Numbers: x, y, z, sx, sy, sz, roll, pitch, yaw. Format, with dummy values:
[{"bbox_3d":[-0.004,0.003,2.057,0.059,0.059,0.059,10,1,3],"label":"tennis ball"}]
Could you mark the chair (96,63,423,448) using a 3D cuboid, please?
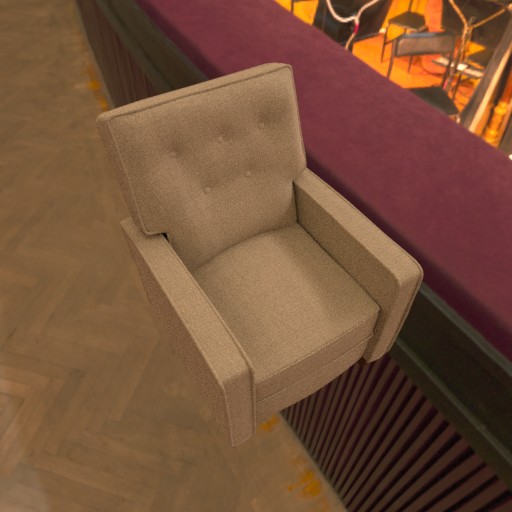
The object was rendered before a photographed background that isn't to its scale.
[{"bbox_3d":[0.000,0.000,1.389,0.648,0.888,0.754,-25,54,-20],"label":"chair"}]
